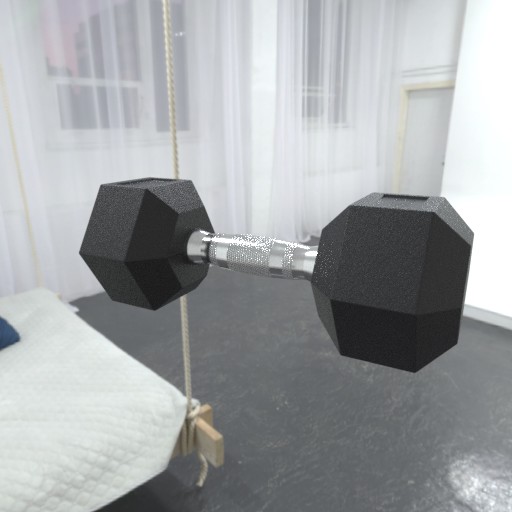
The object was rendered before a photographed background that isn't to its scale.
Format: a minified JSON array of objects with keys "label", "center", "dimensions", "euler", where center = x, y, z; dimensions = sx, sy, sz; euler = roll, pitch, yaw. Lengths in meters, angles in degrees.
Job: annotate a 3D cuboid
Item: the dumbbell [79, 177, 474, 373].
[{"label":"dumbbell","center":[0.000,0.000,0.412],"dimensions":[0.356,0.123,0.141],"euler":[8,18,27]}]
